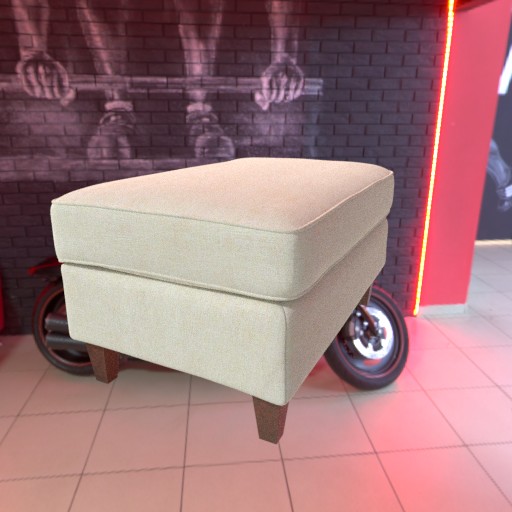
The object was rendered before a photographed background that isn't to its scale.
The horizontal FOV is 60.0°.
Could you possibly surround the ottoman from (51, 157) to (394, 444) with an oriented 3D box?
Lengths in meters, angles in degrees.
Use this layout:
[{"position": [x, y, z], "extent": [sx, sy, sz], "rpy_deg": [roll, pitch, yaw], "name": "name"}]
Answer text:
[{"position": [0.000, 0.000, 1.226], "extent": [0.583, 0.484, 0.862], "rpy_deg": [9, 20, 25], "name": "ottoman"}]
